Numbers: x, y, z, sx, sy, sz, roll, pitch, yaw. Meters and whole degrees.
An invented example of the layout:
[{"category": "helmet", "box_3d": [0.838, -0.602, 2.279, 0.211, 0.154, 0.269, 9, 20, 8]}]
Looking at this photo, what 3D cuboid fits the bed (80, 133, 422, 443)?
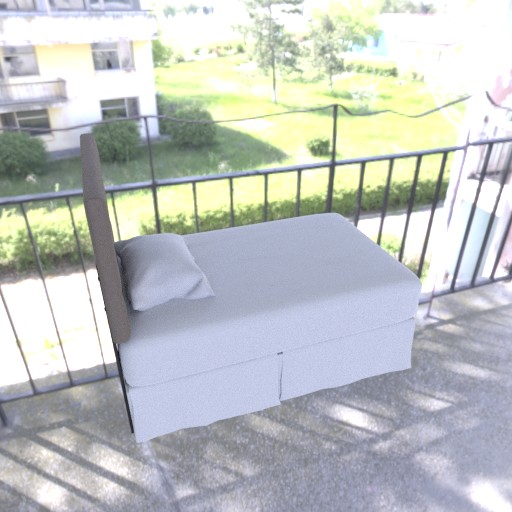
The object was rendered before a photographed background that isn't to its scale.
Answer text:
[{"category": "bed", "box_3d": [0.000, 0.000, 3.025, 1.997, 1.571, 1.261, -10, 32, -17]}]
